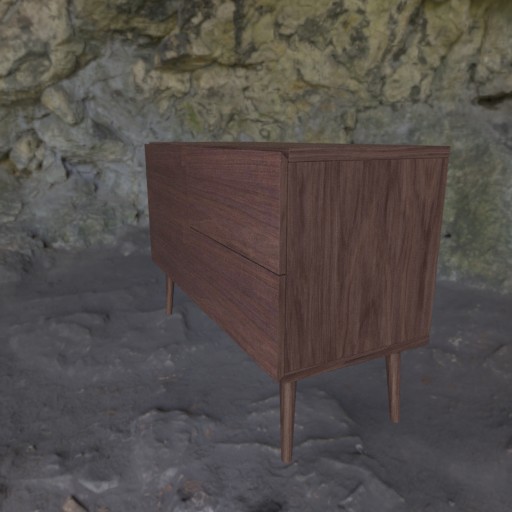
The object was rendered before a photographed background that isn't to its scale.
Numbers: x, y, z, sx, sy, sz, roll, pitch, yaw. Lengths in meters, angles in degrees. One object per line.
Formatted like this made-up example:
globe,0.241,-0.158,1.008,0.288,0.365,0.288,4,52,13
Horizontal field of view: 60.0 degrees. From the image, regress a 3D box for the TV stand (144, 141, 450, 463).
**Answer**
TV stand,0.000,0.000,1.342,0.405,0.660,0.990,-7,17,-26
